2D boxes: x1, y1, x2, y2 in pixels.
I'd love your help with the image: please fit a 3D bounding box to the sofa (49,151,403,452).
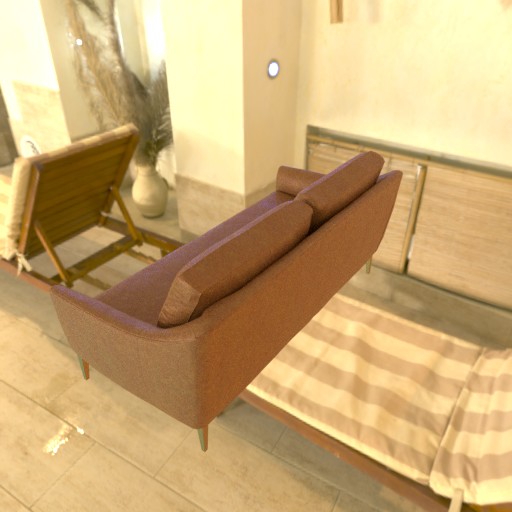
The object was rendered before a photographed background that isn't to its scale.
[{"bbox_3d":[0.000,0.000,2.605,0.981,0.945,2.036,21,38,30],"label":"sofa"}]
